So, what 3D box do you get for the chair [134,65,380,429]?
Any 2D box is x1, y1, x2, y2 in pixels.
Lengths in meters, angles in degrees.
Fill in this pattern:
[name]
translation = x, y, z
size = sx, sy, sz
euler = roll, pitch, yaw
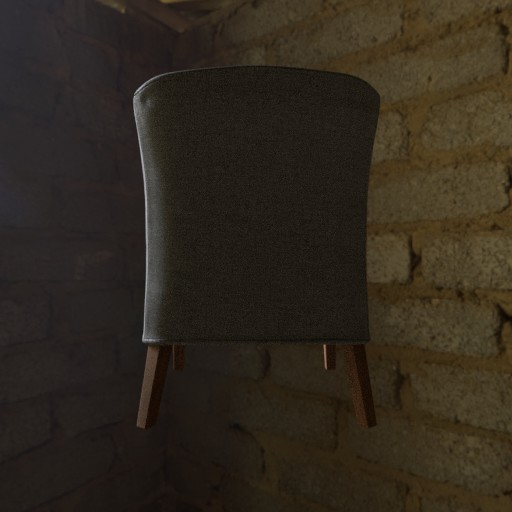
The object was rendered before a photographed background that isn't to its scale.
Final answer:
[chair]
translation = 0.000, 0.000, 1.219
size = 0.600, 0.771, 0.668
euler = 0, 0, -1
